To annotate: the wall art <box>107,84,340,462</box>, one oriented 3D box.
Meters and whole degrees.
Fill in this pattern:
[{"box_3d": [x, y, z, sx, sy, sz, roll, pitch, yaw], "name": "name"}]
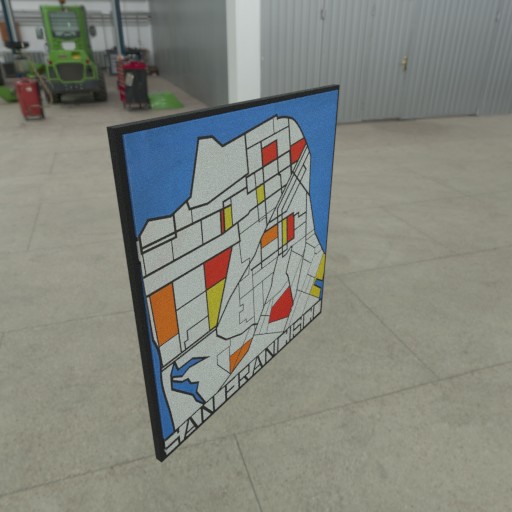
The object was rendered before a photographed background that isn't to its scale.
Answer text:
[{"box_3d": [0.000, 0.000, 0.682, 0.013, 0.457, 0.458, 18, 32, 32], "name": "wall art"}]
